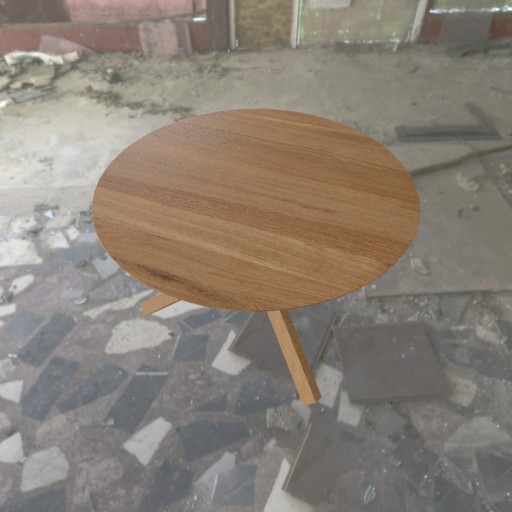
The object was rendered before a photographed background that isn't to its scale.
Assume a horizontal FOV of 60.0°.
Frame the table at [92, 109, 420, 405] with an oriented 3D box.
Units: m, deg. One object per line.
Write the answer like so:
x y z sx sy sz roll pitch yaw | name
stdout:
0.000 0.000 1.683 1.038 0.666 1.038 0 45 0 | table
